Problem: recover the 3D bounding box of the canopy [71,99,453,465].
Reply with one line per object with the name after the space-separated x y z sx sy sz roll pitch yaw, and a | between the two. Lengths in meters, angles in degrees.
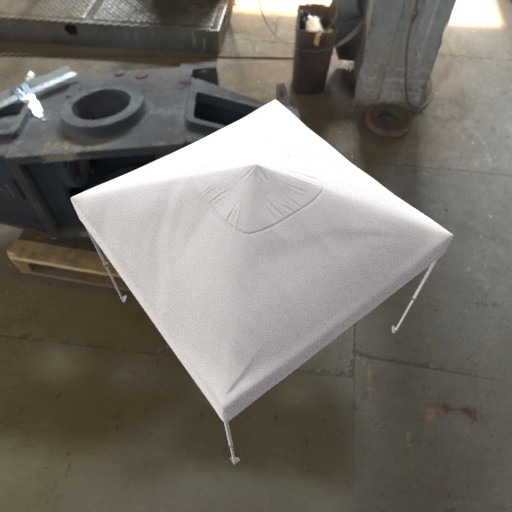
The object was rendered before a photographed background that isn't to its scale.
0.000 0.000 5.416 2.998 2.997 2.996 -32 61 -21 | canopy
